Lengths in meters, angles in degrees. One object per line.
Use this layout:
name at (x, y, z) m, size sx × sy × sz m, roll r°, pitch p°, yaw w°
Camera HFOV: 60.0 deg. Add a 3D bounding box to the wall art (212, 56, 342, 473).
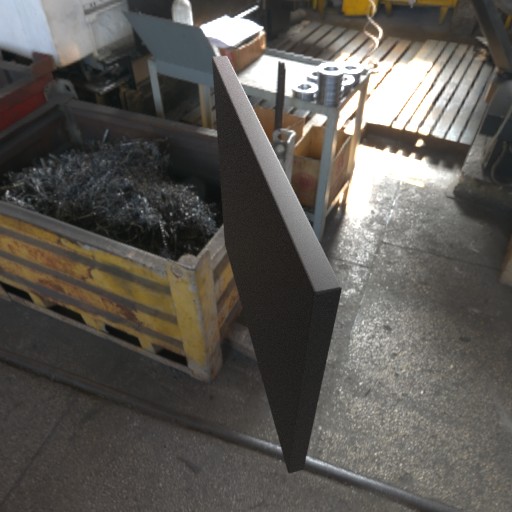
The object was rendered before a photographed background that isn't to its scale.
wall art at (0.000, 0.000, 0.752) m, size 0.031 × 0.457 × 0.558 m, roll -10°, pitch 46°, yaw -9°
